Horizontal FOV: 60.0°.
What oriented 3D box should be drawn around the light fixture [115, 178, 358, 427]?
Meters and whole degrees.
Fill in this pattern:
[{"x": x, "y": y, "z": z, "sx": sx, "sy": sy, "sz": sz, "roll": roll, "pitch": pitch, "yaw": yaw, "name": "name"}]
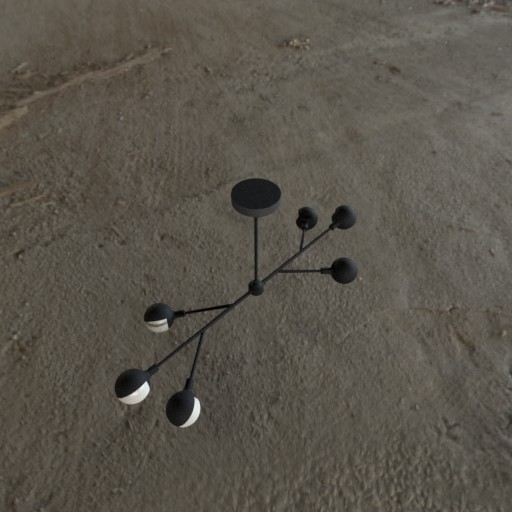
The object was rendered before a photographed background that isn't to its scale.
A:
[{"x": 0.000, "y": 0.000, "z": 1.018, "sx": 0.778, "sy": 0.362, "sz": 0.434, "roll": -23, "pitch": 50, "yaw": -21, "name": "light fixture"}]
